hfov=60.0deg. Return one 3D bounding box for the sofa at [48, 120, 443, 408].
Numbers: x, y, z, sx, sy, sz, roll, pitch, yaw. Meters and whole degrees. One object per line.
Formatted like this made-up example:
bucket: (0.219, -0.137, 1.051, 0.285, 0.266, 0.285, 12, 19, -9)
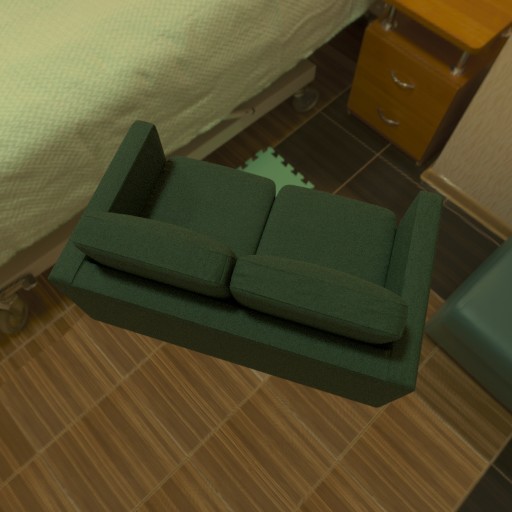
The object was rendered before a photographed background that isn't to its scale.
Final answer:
sofa: (0.000, 0.000, 2.016, 1.430, 0.899, 0.879, 16, 66, 7)
